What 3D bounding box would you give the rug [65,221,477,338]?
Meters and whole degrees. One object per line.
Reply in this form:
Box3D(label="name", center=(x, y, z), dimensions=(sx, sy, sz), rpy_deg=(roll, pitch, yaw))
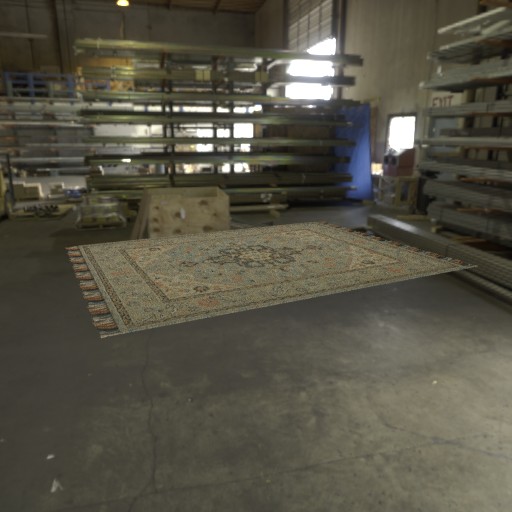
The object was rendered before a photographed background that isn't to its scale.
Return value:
Box3D(label="rug", center=(0.000, 0.000, 4.242), dimensions=(3.221, 0.011, 2.379), rpy_deg=(-8, 17, -26))
